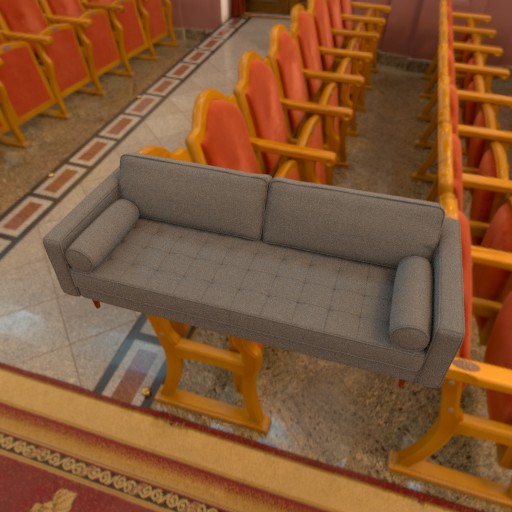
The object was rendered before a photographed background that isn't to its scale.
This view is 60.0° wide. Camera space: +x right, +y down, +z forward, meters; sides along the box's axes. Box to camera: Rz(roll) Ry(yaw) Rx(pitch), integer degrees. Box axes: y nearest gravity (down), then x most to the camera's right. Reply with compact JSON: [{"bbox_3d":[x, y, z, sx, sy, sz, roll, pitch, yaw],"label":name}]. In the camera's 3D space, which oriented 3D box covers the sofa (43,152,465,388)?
[{"bbox_3d":[0.000,0.000,2.602,2.198,0.762,0.914,12,43,13],"label":"sofa"}]
